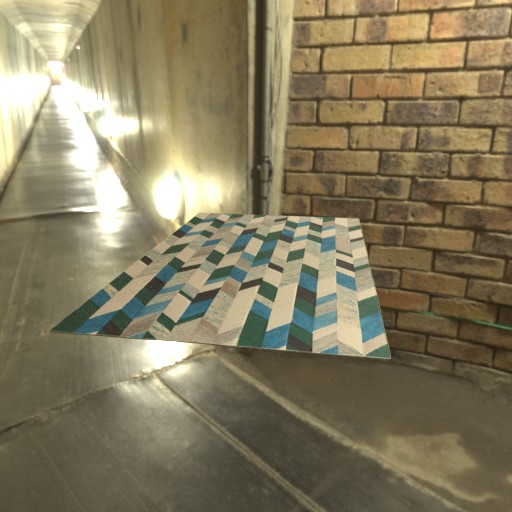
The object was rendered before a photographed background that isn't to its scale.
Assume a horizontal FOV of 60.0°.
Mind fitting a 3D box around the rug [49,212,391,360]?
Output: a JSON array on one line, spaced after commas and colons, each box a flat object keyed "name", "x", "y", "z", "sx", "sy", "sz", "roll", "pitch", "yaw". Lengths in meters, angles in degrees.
[{"name": "rug", "x": 0.000, "y": 0.000, "z": 3.016, "sx": 1.507, "sy": 0.007, "sz": 2.433, "roll": 3, "pitch": 19, "yaw": 9}]
